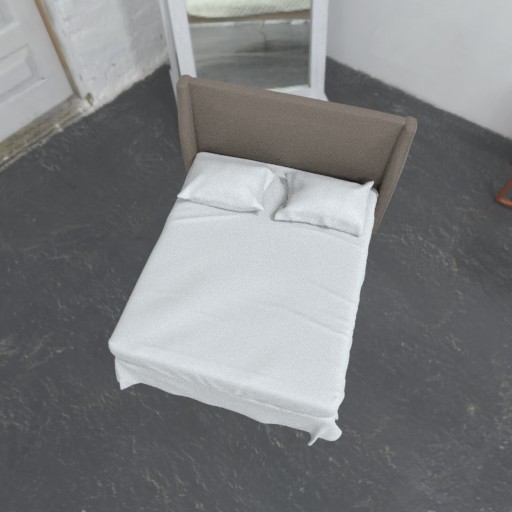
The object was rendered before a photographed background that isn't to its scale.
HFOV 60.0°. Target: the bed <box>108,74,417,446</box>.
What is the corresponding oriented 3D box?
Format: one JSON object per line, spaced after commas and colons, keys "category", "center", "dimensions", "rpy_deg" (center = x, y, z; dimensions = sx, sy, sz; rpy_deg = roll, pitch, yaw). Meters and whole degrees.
{"category": "bed", "center": [0.000, 0.000, 3.473], "dimensions": [1.925, 1.332, 2.276], "rpy_deg": [14, 60, 8]}
